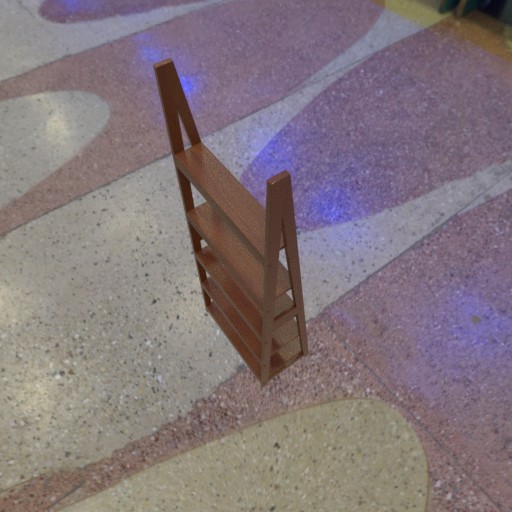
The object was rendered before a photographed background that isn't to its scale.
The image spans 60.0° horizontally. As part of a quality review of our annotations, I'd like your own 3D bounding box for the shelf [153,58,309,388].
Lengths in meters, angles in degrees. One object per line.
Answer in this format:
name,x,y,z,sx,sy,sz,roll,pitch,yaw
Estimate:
shelf,0.000,0.000,2.072,0.356,1.780,0.630,-31,62,-19
